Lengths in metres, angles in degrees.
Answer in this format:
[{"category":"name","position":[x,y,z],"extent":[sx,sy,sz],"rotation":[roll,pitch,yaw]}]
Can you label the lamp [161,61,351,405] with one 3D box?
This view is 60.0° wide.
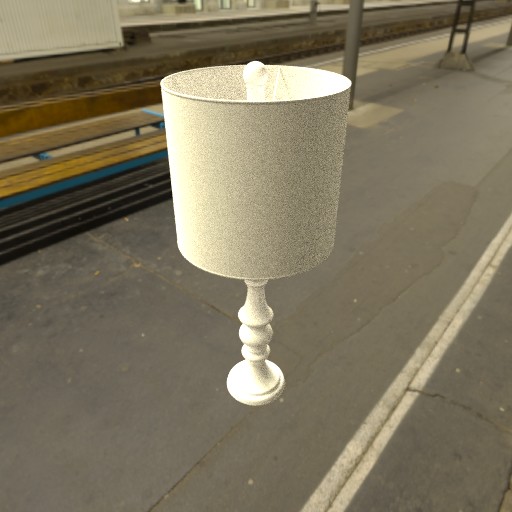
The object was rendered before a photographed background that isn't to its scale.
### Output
[{"category":"lamp","position":[0.000,0.000,0.736],"extent":[0.250,0.597,0.250],"rotation":[9,33,15]}]
